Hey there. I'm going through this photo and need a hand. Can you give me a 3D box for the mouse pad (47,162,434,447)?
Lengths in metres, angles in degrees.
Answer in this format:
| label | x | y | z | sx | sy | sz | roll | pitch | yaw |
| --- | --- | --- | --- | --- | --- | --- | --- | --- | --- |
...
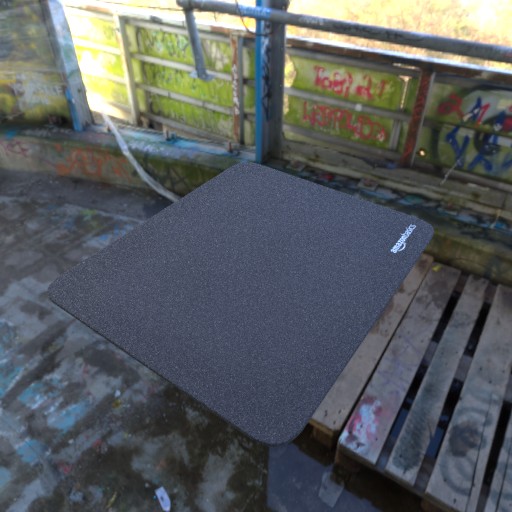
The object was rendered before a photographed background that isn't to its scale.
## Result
| label | x | y | z | sx | sy | sz | roll | pitch | yaw |
| --- | --- | --- | --- | --- | --- | --- | --- | --- | --- |
| mouse pad | 0.000 | 0.000 | 0.350 | 0.211 | 0.002 | 0.249 | 25 | 45 | 27 |
